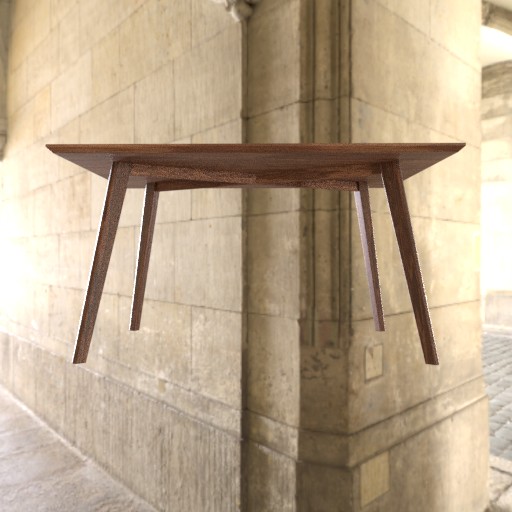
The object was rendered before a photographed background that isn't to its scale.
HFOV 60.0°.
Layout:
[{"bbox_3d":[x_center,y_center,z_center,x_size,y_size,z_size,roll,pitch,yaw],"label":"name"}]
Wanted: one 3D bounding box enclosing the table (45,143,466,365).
[{"bbox_3d":[0.000,0.000,1.822,1.349,0.724,0.801,0,0,1],"label":"table"}]
